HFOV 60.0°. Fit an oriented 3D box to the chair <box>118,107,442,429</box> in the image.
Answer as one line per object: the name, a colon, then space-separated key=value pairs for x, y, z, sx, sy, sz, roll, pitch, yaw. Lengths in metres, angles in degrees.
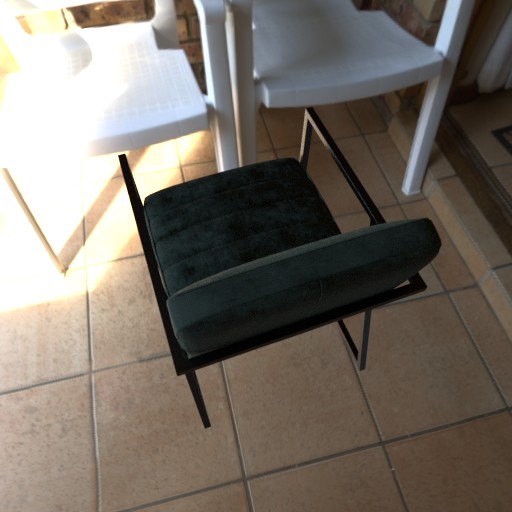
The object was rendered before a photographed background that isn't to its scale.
chair: x=0.000 y=0.000 z=1.260 sx=0.571 sy=0.833 sz=0.677 roll=-17 pitch=59 yaw=-10
